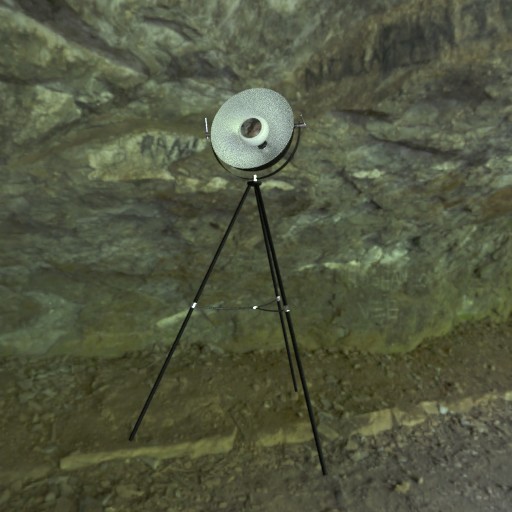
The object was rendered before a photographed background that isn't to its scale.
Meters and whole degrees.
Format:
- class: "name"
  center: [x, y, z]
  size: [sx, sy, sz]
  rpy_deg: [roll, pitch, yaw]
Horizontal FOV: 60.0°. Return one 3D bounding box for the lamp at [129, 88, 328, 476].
- class: "lamp"
  center: [0.000, 0.000, 2.078]
  size: [0.817, 1.512, 0.920]
  rpy_deg: [0, 0, 18]
